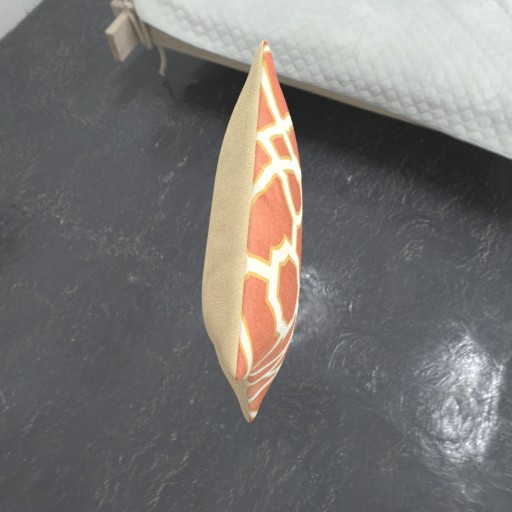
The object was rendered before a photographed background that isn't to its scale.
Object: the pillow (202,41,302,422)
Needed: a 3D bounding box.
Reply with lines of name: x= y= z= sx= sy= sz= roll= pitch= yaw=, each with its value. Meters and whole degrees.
pillow: x=0.000 y=0.000 z=0.843 sx=0.166 sy=0.508 sz=0.552 roll=3 pitch=65 yaw=2
